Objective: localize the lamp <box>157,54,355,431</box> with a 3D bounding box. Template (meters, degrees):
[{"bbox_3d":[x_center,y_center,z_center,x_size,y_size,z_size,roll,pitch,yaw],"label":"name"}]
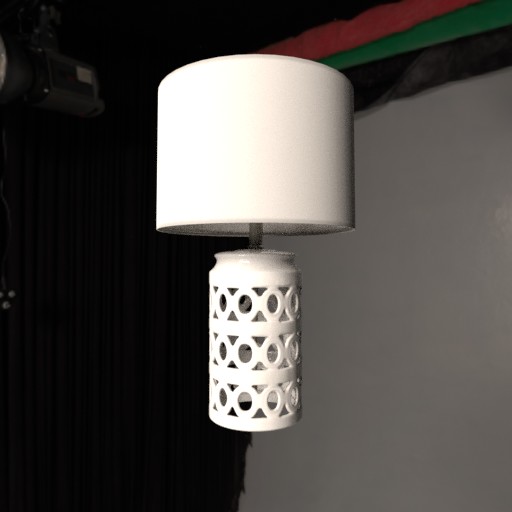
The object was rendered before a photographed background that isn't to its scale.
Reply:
[{"bbox_3d":[0.000,0.000,0.706,0.310,0.502,0.310,0,-1,0],"label":"lamp"}]
